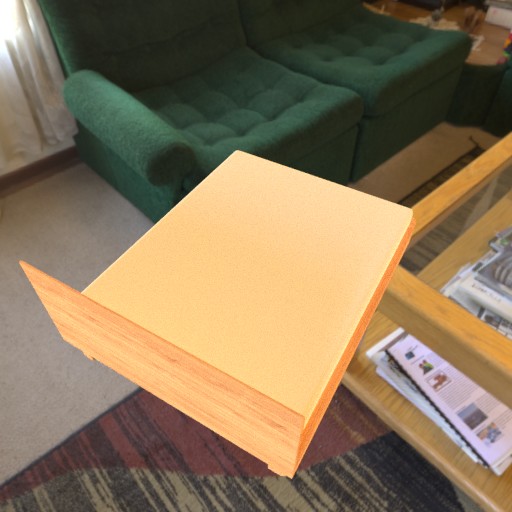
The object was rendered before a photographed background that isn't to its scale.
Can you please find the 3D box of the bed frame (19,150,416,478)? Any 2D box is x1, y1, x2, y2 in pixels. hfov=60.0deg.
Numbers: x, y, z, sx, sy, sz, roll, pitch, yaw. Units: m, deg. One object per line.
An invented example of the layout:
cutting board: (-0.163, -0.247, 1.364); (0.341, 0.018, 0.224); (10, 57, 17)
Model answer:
bed frame: (0.000, 0.000, 2.997); (1.660, 0.940, 2.092); (23, 51, 20)
